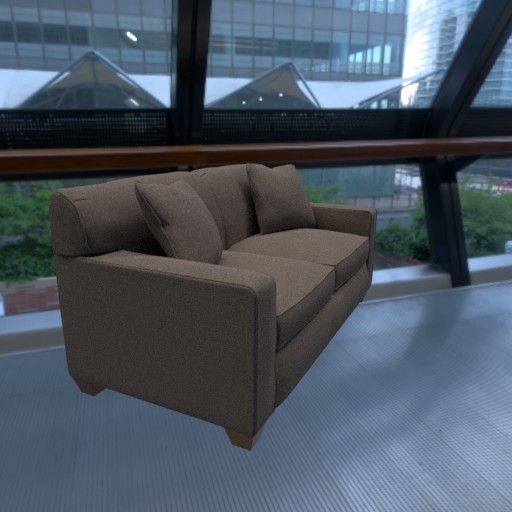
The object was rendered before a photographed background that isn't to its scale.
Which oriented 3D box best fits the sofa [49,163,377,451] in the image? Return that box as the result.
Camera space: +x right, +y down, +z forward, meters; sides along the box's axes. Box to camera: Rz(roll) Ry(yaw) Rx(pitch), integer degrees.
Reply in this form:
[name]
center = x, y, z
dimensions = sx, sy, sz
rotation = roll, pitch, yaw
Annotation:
[sofa]
center = 0.000, 0.000, 2.461
dimensions = 1.000, 0.958, 1.846
rotation = 8, 17, 26
